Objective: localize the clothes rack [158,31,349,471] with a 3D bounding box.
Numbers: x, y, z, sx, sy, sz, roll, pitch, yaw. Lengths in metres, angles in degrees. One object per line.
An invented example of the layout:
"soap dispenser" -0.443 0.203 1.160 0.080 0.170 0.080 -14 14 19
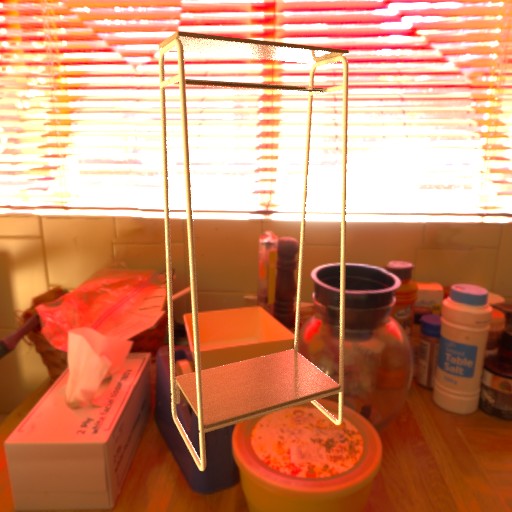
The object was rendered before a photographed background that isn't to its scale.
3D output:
"clothes rack" 0.000 0.000 1.746 0.640 1.512 0.400 -7 16 -25
